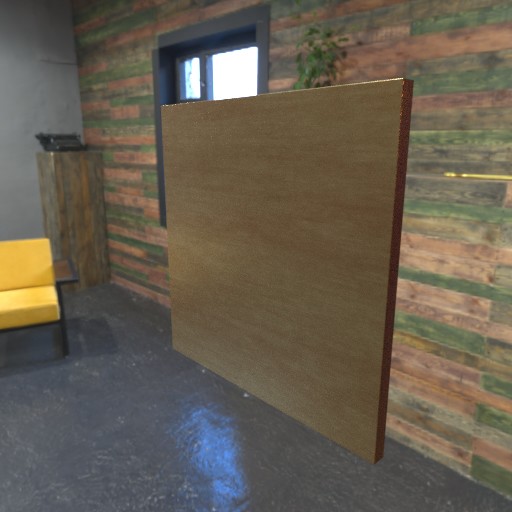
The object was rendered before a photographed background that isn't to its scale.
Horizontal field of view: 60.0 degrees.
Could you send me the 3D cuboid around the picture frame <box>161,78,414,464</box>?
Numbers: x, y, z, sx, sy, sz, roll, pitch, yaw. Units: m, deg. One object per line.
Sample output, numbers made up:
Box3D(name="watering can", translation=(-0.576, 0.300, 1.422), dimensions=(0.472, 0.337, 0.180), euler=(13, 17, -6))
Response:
Box3D(name="picture frame", translation=(0.000, 0.000, 1.116), dimensions=(0.037, 0.761, 0.758), euler=(-13, 19, -42))
